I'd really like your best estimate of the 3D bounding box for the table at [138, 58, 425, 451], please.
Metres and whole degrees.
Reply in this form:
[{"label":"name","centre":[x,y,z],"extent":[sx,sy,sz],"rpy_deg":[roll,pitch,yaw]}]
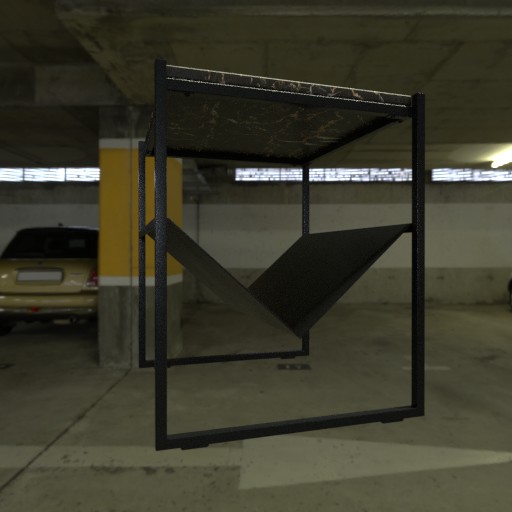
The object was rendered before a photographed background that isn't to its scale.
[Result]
[{"label":"table","centre":[0.000,0.000,0.883],"extent":[0.432,0.534,0.469],"rpy_deg":[0,0,-18]}]
